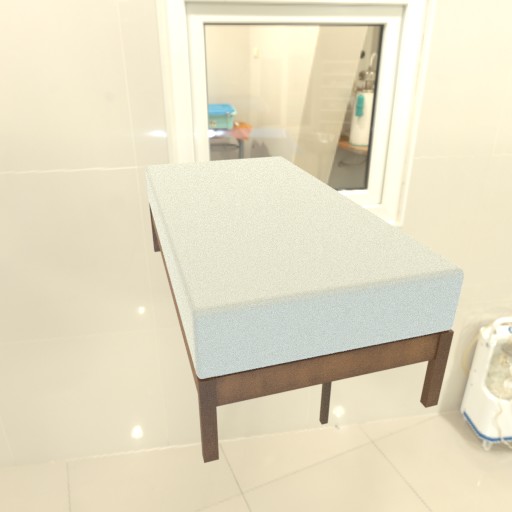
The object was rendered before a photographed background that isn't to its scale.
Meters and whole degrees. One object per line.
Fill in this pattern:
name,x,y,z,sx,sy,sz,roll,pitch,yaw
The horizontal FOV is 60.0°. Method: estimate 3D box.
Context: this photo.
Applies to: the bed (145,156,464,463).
bed,0.000,0.000,2.362,0.961,0.616,1.902,-7,26,-15
